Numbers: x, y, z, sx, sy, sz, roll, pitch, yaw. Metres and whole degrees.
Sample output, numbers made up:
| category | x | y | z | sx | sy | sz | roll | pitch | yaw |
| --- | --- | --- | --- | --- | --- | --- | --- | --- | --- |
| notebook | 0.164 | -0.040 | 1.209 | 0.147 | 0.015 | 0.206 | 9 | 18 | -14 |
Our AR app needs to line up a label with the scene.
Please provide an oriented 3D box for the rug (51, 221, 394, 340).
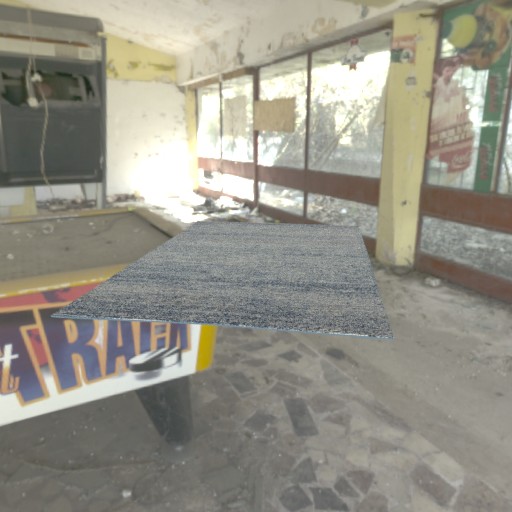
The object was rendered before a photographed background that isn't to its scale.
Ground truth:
| category | x | y | z | sx | sy | sz | roll | pitch | yaw |
| --- | --- | --- | --- | --- | --- | --- | --- | --- | --- |
| rug | 0.000 | 0.000 | 2.279 | 1.145 | 0.021 | 1.777 | 2 | 15 | 9 |
